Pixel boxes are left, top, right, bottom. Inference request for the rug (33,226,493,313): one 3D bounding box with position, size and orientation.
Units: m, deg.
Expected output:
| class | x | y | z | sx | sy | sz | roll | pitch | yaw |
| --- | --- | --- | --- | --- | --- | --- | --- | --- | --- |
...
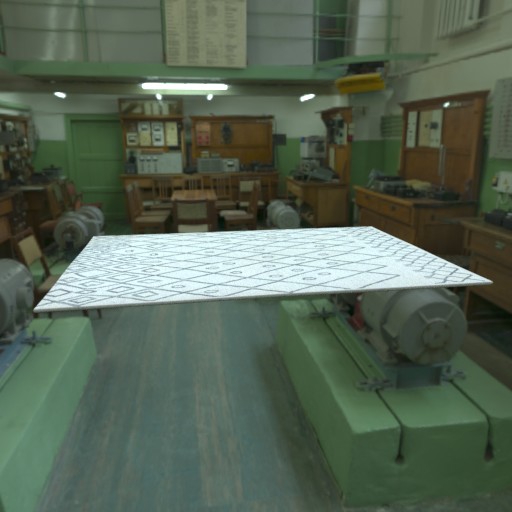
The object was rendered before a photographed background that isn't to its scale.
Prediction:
| class | x | y | z | sx | sy | sz | roll | pitch | yaw |
| --- | --- | --- | --- | --- | --- | --- | --- | --- | --- |
| rug | 0.000 | 0.000 | 2.307 | 1.828 | 0.015 | 1.222 | -3 | 15 | -10 |
